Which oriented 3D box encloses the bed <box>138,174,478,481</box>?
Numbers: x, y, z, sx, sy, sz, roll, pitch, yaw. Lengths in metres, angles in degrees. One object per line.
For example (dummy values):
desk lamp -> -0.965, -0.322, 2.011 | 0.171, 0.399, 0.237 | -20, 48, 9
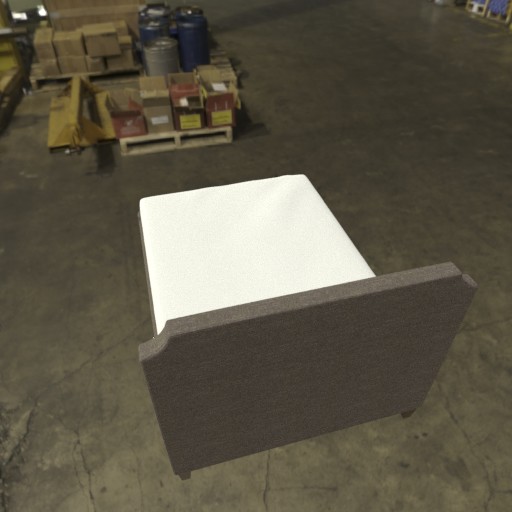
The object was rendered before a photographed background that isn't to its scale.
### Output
bed -> 0.000, 0.000, 3.347 | 1.713, 1.457, 2.381 | -10, 42, -12
